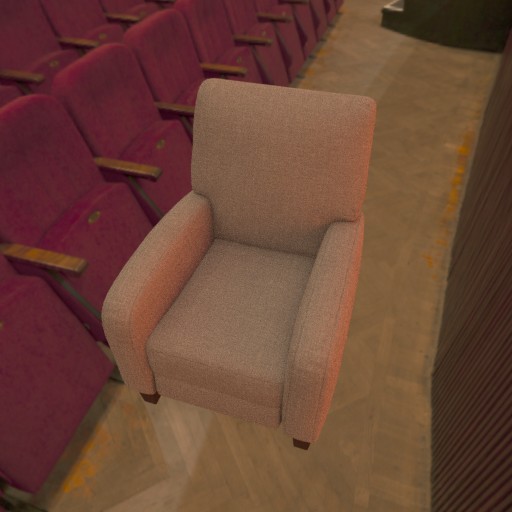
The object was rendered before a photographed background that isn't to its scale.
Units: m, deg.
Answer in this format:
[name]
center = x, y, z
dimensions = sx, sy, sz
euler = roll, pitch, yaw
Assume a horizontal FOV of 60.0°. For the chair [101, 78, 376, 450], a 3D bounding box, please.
[chair]
center = 0.000, 0.000, 1.649
dimensions = 0.762, 0.990, 0.990
euler = 12, 44, 13
